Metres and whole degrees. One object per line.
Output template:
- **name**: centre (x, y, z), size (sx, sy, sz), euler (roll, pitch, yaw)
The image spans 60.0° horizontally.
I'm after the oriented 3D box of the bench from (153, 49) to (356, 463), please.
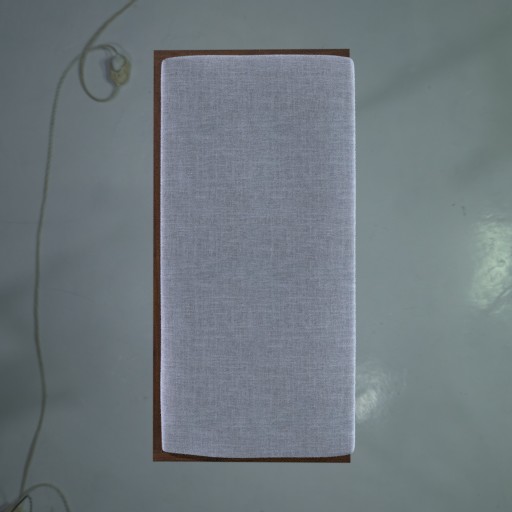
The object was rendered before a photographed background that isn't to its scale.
- **bench**: centre (0.000, 0.000, 0.989), size (0.362, 0.461, 0.734), euler (0, 89, 1)
